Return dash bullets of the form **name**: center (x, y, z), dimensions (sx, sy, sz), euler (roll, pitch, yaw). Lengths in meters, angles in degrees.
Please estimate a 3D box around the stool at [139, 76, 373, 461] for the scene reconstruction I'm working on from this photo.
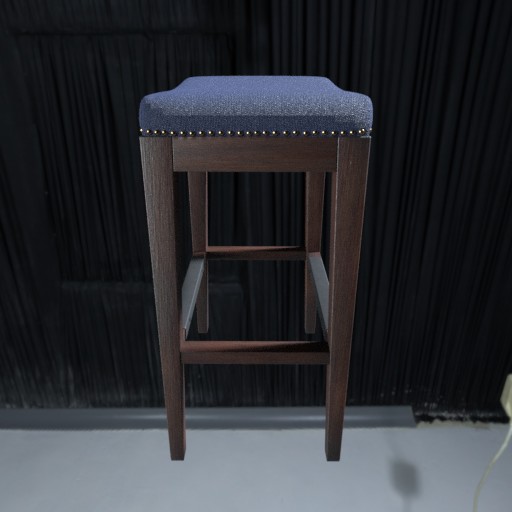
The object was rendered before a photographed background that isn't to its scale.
- **stool**: center (0.000, 0.000, 1.009), dimensions (0.358, 0.740, 0.498), euler (0, 25, 0)
